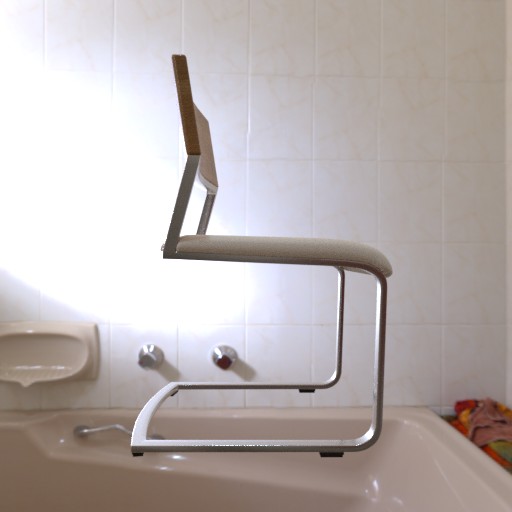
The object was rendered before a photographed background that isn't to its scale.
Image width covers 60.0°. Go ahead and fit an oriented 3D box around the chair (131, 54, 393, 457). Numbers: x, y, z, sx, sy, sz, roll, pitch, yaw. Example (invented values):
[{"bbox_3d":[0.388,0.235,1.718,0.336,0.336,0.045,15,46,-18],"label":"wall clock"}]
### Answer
[{"bbox_3d":[0.000,0.000,1.155,0.585,0.844,0.467,0,0,0],"label":"chair"}]
